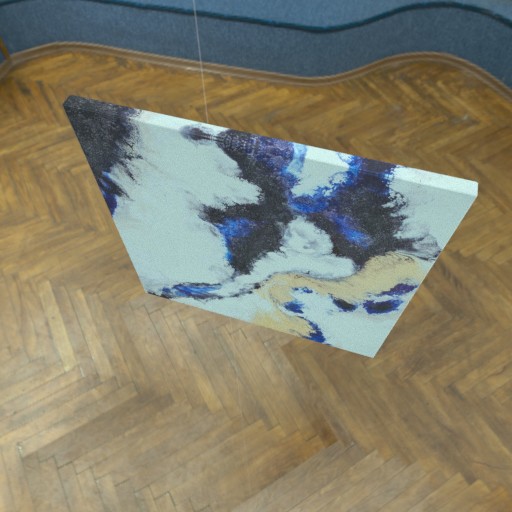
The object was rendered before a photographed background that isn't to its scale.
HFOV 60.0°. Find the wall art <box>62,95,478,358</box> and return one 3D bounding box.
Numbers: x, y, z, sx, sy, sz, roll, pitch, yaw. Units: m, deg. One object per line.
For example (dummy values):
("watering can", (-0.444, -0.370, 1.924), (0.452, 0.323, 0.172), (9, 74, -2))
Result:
("wall art", (0.000, 0.000, 1.287), (0.887, 0.885, 0.038), (15, 59, 9))
